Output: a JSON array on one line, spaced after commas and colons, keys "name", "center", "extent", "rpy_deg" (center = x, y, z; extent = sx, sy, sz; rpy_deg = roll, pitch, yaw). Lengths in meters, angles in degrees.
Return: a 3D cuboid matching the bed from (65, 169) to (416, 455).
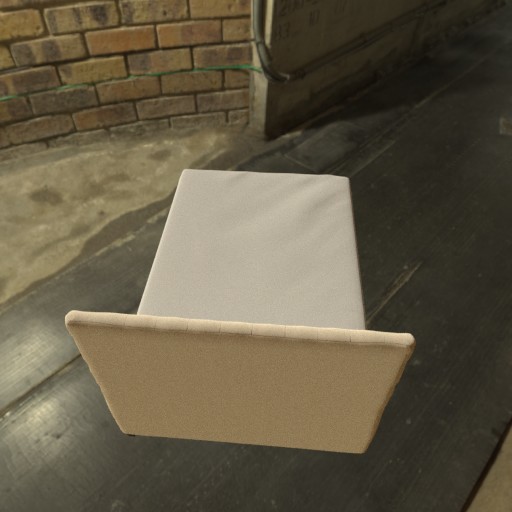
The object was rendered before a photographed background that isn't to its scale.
[{"name": "bed", "center": [0.000, 0.000, 3.390], "extent": [1.698, 1.427, 2.387], "rpy_deg": [3, 47, 3]}]
